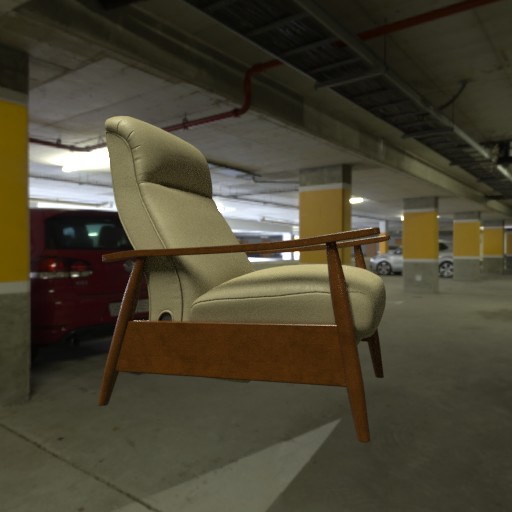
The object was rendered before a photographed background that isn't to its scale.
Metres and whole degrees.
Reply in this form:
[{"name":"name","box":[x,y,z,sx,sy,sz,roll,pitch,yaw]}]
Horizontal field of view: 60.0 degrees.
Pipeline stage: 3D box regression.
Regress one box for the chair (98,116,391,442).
[{"name":"chair","box":[0.000,0.000,1.794,1.014,1.082,0.762,0,1,19]}]
